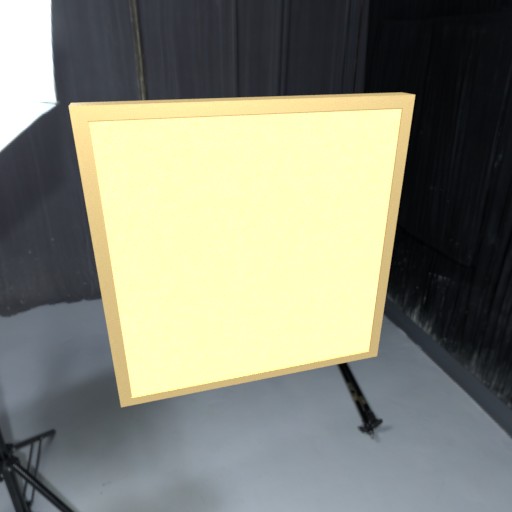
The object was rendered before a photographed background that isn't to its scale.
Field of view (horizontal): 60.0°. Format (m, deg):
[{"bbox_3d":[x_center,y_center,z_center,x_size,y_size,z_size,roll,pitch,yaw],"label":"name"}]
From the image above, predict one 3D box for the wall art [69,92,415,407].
[{"bbox_3d":[0.000,0.000,1.907,1.284,1.284,0.095,-7,26,-15],"label":"wall art"}]
